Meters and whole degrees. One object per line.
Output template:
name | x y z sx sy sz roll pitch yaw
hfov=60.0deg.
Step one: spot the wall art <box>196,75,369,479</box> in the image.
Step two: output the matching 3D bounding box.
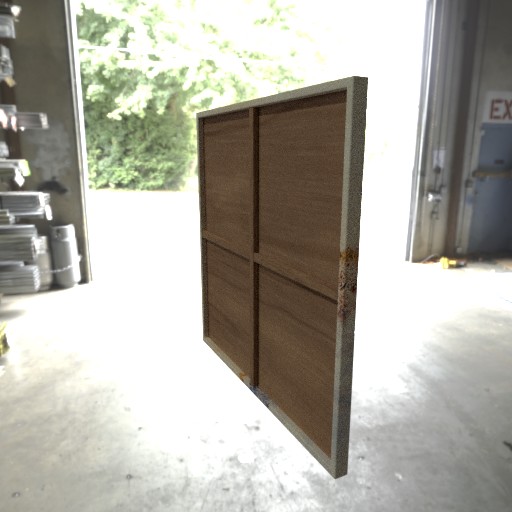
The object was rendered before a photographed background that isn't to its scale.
wall art | 0.000 0.000 1.331 0.038 0.889 0.889 -7 15 -26
